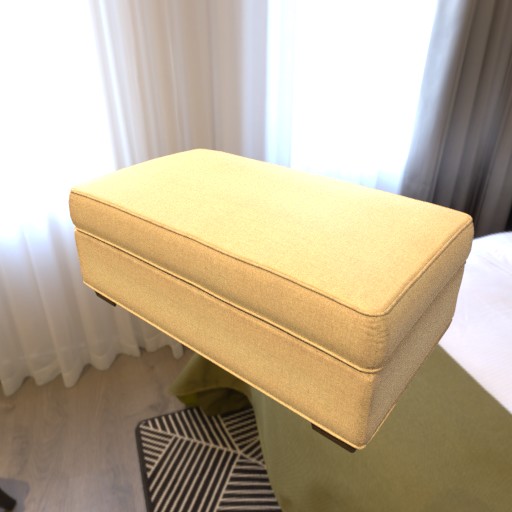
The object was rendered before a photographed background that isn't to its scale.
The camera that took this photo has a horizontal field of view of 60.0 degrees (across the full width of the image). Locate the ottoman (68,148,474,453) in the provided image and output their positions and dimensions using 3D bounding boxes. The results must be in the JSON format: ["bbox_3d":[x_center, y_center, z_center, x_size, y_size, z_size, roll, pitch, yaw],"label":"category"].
[{"bbox_3d":[0.000,0.000,1.393,1.097,0.448,0.617,22,36,33],"label":"ottoman"}]
